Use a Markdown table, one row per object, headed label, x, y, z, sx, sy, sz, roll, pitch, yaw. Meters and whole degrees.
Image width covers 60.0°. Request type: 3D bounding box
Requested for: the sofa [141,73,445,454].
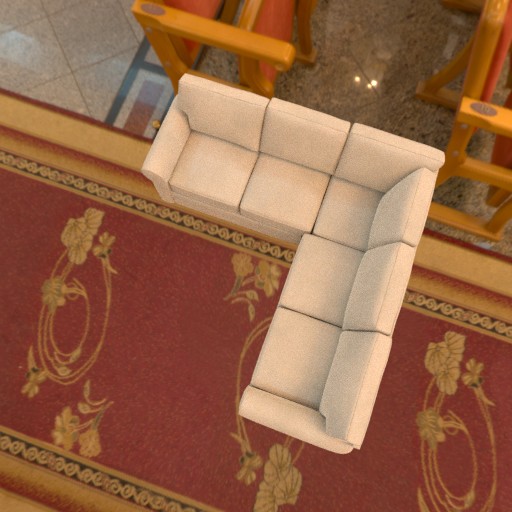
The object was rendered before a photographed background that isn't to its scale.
| label | x | y | z | sx | sy | sz | roll | pitch | yaw |
| --- | --- | --- | --- | --- | --- | --- | --- | --- | --- |
| sofa | 0.000 | 0.000 | 3.890 | 2.487 | 1.054 | 2.569 | 19 | 76 | 5 |
